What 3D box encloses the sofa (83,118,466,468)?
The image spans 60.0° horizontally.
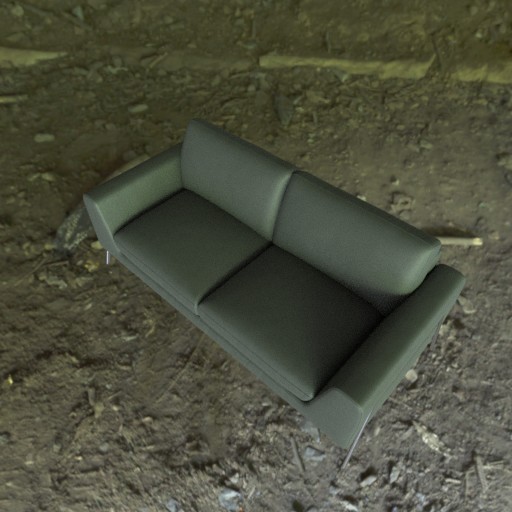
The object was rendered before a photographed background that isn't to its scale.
[{"bbox_3d":[0.000,0.000,2.554,2.017,0.875,0.953,34,55,28],"label":"sofa"}]
